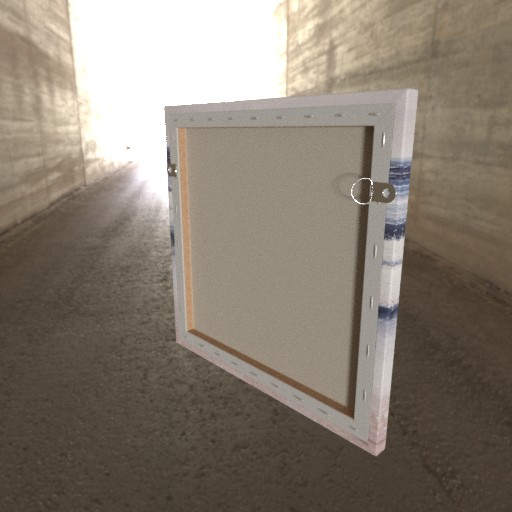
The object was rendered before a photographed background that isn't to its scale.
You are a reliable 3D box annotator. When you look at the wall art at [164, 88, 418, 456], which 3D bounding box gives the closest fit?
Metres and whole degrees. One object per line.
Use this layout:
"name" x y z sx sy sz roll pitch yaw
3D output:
"wall art" 0.000 0.000 1.117 0.065 0.747 0.755 -15 21 -42
